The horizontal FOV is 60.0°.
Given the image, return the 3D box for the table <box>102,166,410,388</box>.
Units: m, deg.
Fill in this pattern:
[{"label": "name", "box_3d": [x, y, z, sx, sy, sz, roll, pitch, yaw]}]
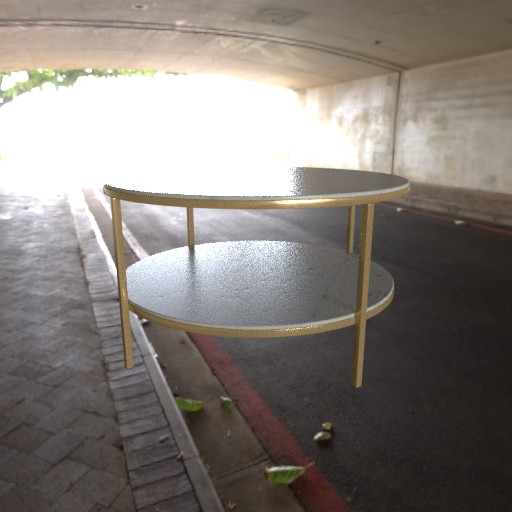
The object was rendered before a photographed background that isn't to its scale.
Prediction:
[{"label": "table", "box_3d": [0.000, 0.000, 1.270, 0.800, 0.450, 0.800, 0, 15, 0]}]
